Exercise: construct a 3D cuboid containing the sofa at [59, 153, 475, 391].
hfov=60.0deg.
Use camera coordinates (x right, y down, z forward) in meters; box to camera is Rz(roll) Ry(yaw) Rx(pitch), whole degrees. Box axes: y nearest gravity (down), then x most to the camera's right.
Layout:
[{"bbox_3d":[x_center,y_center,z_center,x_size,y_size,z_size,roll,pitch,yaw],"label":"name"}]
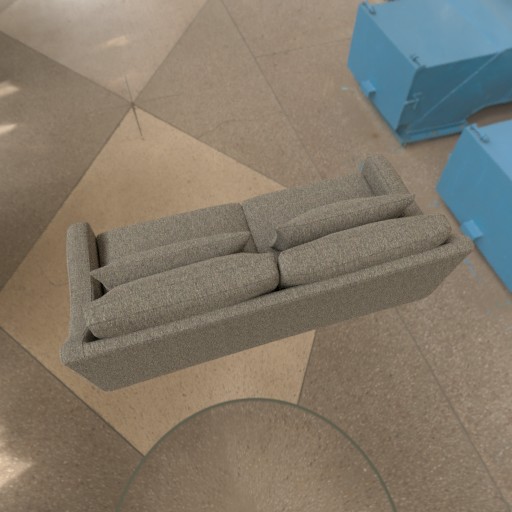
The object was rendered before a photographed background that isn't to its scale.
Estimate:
[{"bbox_3d":[0.000,0.000,2.990,2.418,0.998,1.103,-15,58,-9],"label":"sofa"}]
